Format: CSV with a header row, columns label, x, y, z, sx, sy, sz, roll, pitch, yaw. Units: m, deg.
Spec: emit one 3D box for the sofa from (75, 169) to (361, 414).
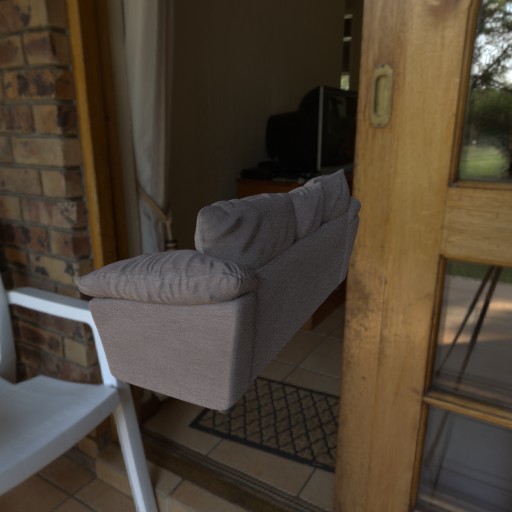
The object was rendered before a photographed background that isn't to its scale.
label,x,y,z,sx,sy,sz,roll,pitch,yaw
sofa,0.000,0.000,3.004,0.927,1.043,2.390,8,18,25
